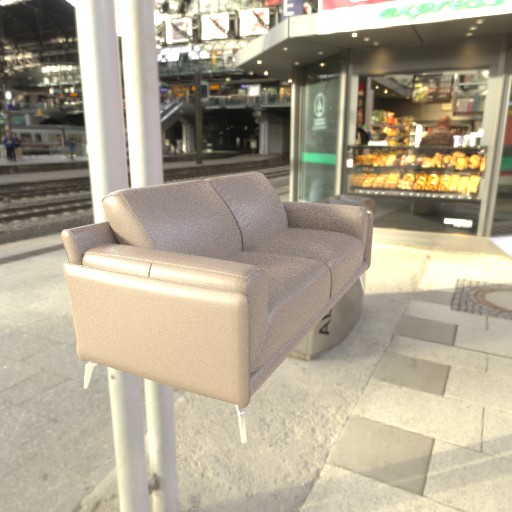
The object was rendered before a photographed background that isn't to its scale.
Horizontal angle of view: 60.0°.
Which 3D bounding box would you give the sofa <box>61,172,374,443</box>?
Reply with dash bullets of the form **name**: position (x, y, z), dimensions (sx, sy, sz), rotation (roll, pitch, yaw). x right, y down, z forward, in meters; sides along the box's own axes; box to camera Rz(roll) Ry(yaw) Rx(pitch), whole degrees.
- **sofa**: position (0.000, 0.000, 2.666), dimensions (1.049, 0.930, 2.101), rotation (7, 16, 25)
